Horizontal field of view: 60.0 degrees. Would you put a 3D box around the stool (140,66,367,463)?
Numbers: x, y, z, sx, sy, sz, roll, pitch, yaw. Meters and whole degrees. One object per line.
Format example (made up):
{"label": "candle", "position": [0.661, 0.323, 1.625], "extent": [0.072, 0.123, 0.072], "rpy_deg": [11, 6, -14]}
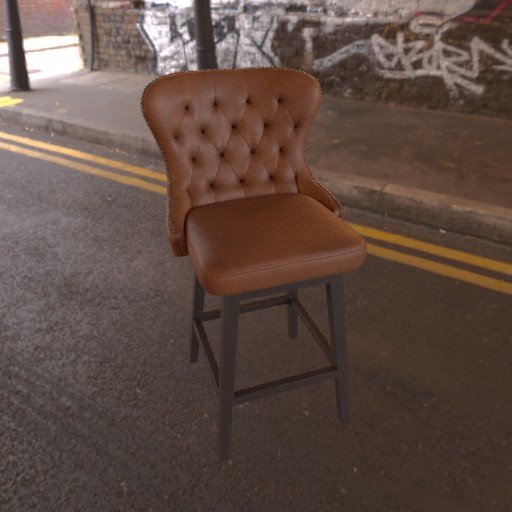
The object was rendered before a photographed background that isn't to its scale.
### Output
{"label": "stool", "position": [0.000, 0.000, 1.324], "extent": [0.528, 0.971, 0.593], "rpy_deg": [-10, 33, -16]}
